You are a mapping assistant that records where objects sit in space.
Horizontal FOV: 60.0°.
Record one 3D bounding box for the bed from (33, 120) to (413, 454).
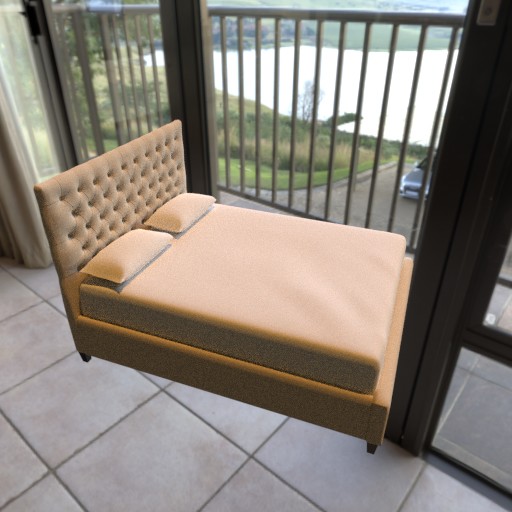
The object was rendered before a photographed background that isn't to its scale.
[{"bbox_3d":[0.000,0.000,3.303,2.233,1.426,1.696,11,33,18],"label":"bed"}]
